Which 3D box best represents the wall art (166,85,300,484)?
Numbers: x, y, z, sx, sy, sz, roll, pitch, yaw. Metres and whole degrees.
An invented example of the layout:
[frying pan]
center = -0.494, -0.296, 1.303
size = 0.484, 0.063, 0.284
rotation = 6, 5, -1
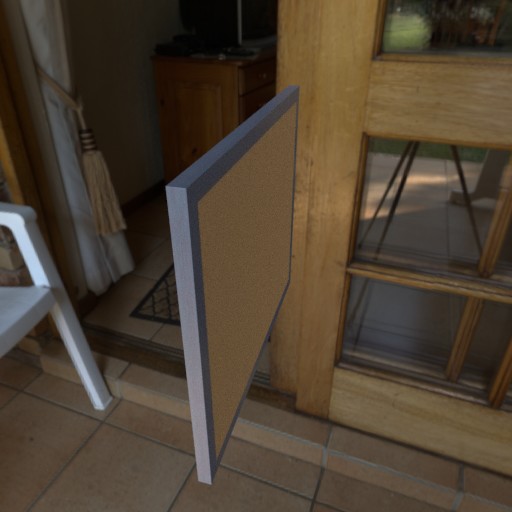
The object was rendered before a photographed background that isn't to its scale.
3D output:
[wall art]
center = 0.000, 0.000, 0.915
size = 0.026, 0.558, 0.660
rotation = 8, 32, 14
